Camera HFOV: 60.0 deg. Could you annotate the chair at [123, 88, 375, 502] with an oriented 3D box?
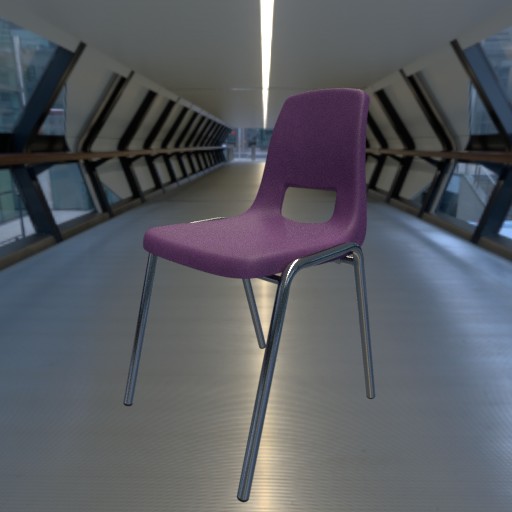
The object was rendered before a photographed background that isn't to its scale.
[{"bbox_3d":[0.000,0.000,0.881,0.432,0.654,0.381,-14,20,-43],"label":"chair"}]
